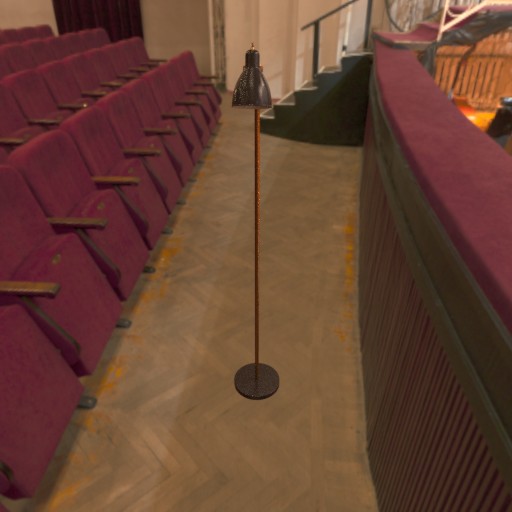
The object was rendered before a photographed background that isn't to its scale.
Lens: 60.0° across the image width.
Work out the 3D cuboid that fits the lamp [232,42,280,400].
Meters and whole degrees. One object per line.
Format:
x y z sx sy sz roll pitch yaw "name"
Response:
0.000 0.000 1.831 0.235 1.628 0.618 2 30 3 "lamp"
